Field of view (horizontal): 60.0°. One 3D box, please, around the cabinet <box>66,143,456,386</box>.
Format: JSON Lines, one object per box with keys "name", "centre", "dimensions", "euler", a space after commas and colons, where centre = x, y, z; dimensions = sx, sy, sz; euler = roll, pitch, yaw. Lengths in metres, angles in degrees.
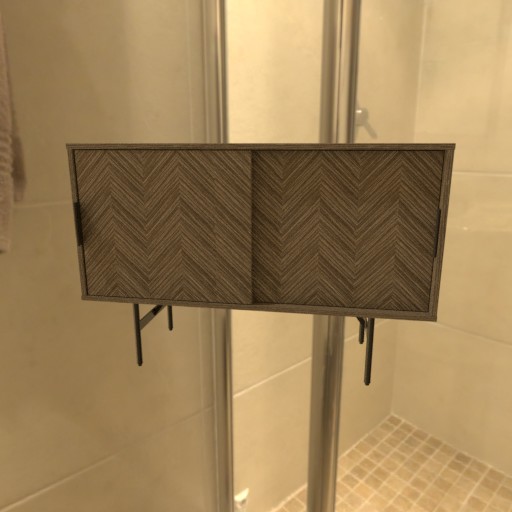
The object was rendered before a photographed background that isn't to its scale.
{"name": "cabinet", "centre": [0.000, 0.000, 1.598], "dimensions": [1.194, 0.787, 0.405], "euler": [2, 14, 9]}
